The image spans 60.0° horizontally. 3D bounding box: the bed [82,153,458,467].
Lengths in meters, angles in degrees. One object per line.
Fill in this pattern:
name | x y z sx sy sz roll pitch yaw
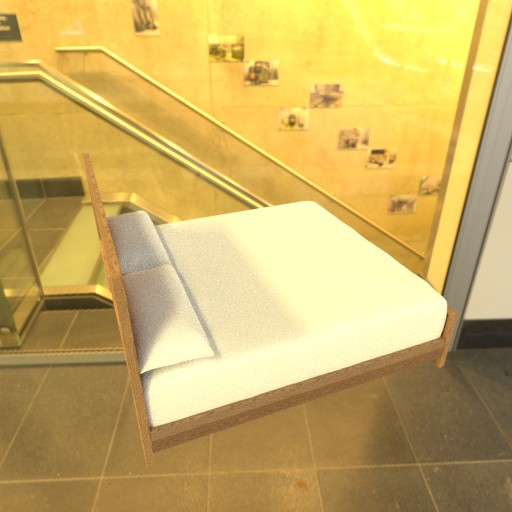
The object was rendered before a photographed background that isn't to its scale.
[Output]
bed | 0.000 0.000 3.417 2.184 1.295 2.013 -11 31 -19
